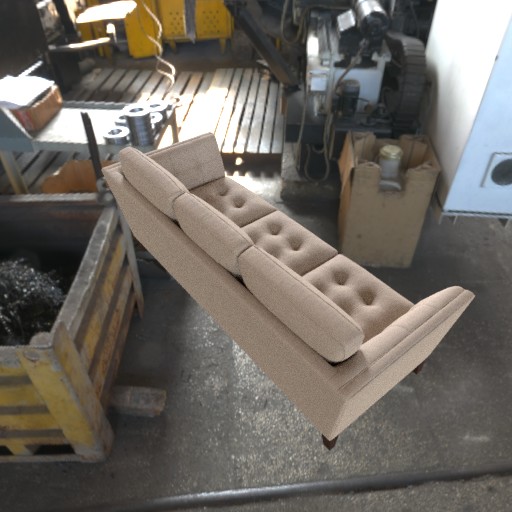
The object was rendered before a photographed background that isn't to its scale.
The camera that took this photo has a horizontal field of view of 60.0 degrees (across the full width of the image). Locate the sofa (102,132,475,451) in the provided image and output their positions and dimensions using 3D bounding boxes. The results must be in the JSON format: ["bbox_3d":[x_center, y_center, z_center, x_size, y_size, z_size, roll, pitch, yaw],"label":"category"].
[{"bbox_3d":[0.000,0.000,2.916,0.965,0.940,2.388,-28,48,-28],"label":"sofa"}]
